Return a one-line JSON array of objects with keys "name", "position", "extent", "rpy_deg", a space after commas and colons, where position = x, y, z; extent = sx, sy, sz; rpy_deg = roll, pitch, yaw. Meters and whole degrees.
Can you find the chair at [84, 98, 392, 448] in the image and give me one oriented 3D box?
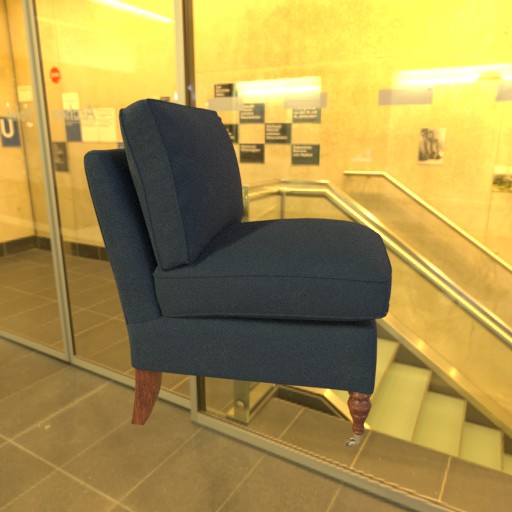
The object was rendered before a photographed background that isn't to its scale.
[{"name": "chair", "position": [0.000, 0.000, 1.623], "extent": [0.912, 1.052, 0.724], "rpy_deg": [3, 15, 11]}]
